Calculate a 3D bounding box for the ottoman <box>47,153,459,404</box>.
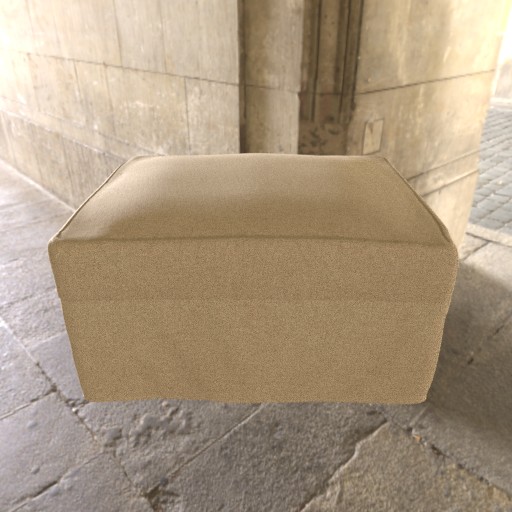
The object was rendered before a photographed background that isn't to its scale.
[{"bbox_3d":[0.000,0.000,1.225,0.833,0.485,0.650,0,29,0],"label":"ottoman"}]
